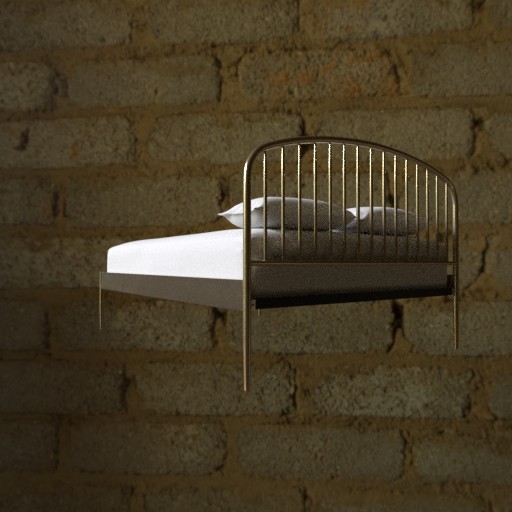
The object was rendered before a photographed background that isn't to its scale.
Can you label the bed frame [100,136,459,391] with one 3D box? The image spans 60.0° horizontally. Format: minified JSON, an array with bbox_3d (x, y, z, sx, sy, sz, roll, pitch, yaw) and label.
[{"bbox_3d":[0.000,0.000,3.194,1.612,1.175,2.152,1,-1,-35],"label":"bed frame"}]
